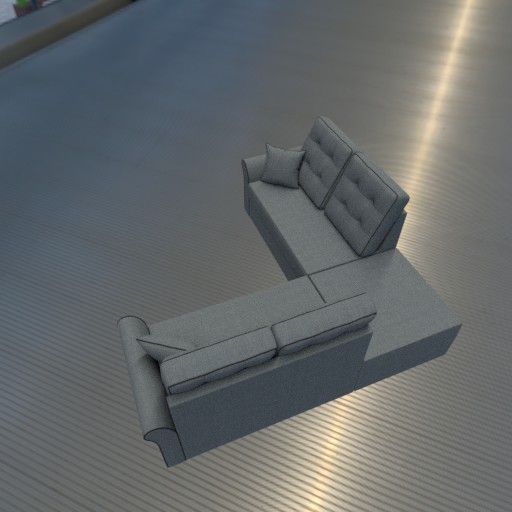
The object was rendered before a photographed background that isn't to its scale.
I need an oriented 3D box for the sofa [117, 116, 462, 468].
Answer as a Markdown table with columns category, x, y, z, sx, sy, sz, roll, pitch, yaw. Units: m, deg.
| category | x | y | z | sx | sy | sz | roll | pitch | yaw |
| --- | --- | --- | --- | --- | --- | --- | --- | --- | --- |
| sofa | 0.000 | 0.000 | 3.224 | 2.070 | 0.988 | 2.068 | -16 | 49 | -15 |
